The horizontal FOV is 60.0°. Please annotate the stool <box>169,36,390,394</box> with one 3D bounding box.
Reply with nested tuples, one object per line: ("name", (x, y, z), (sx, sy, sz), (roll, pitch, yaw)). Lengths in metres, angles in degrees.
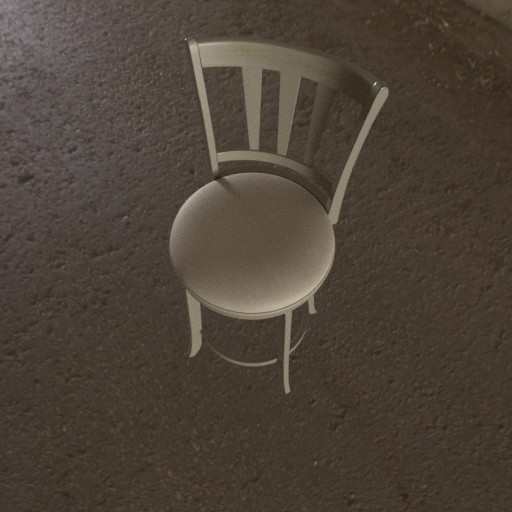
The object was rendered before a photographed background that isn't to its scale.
("stool", (0.000, 0.000, 1.253), (0.436, 1.042, 0.475), (18, 61, 10))
